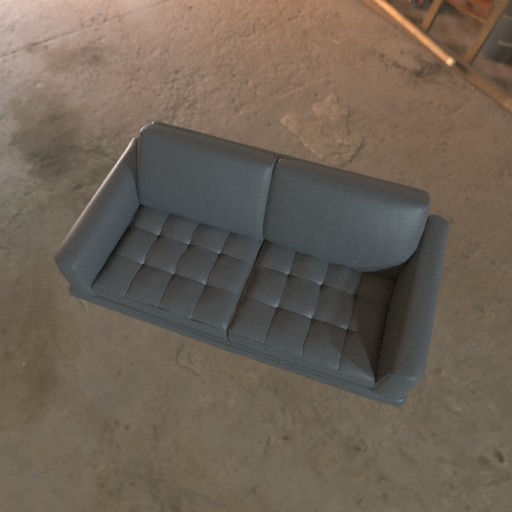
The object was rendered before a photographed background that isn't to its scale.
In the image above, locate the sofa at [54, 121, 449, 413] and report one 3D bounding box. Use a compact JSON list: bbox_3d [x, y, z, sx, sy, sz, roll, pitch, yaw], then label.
[{"bbox_3d":[0.000,0.000,2.734,2.177,0.930,1.121,17,60,10],"label":"sofa"}]
